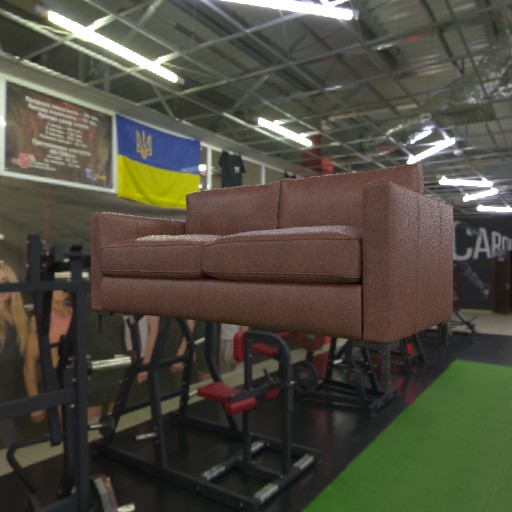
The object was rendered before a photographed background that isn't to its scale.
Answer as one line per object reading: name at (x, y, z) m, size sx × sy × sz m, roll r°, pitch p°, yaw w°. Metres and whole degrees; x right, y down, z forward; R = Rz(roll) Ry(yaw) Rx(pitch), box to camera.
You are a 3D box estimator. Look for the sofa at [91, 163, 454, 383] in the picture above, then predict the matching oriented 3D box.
sofa at (0.000, 0.000, 2.335) m, size 1.797 × 0.883 × 0.899 m, roll 0°, pitch -1°, yaw 36°
